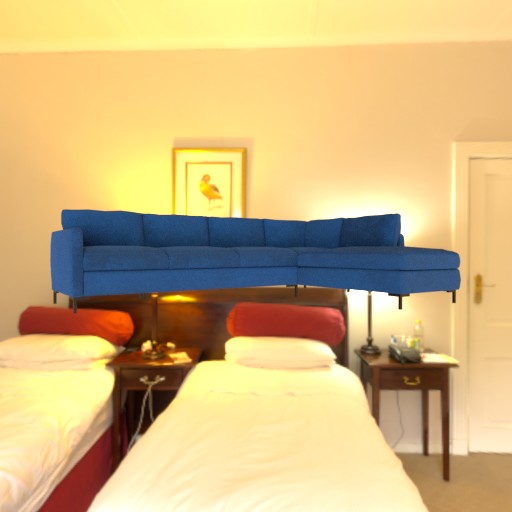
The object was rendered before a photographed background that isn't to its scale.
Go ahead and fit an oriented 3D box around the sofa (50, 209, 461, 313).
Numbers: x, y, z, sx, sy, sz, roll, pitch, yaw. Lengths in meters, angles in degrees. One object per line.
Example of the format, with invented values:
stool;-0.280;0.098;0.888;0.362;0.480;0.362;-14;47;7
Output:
sofa;0.000;0.000;3.205;2.486;0.687;1.707;0;1;-35
